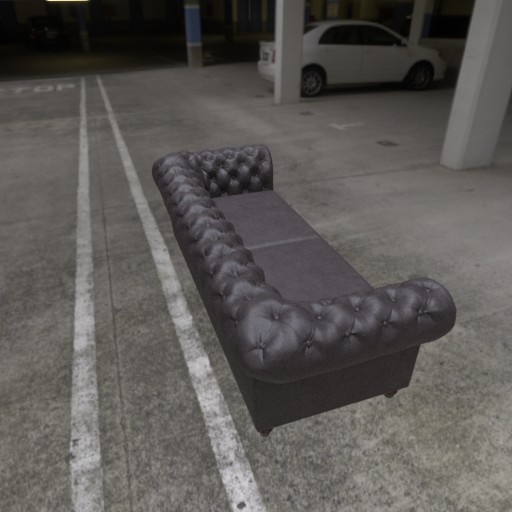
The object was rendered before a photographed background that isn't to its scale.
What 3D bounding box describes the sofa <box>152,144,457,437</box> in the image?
[{"bbox_3d":[0.000,0.000,2.785,0.944,0.783,2.385,-10,32,-17],"label":"sofa"}]
